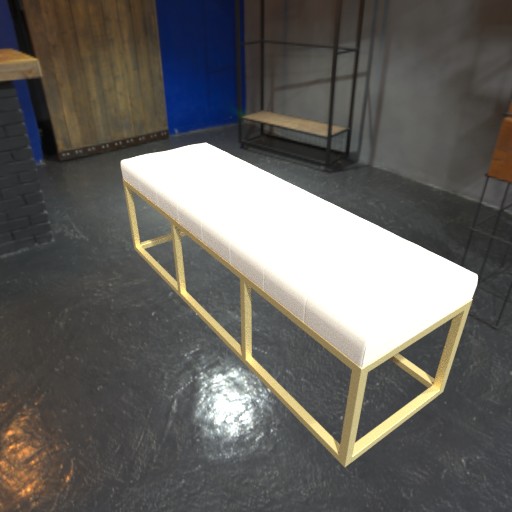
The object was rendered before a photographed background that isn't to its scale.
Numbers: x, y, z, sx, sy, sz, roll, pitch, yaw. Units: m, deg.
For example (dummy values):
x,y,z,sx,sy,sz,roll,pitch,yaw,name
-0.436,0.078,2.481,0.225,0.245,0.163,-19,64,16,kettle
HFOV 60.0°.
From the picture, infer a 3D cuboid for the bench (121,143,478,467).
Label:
x,y,z,sx,sy,sz,roll,pitch,yaw,name
0.000,0.000,1.723,0.457,0.484,1.473,-21,37,-30,bench
